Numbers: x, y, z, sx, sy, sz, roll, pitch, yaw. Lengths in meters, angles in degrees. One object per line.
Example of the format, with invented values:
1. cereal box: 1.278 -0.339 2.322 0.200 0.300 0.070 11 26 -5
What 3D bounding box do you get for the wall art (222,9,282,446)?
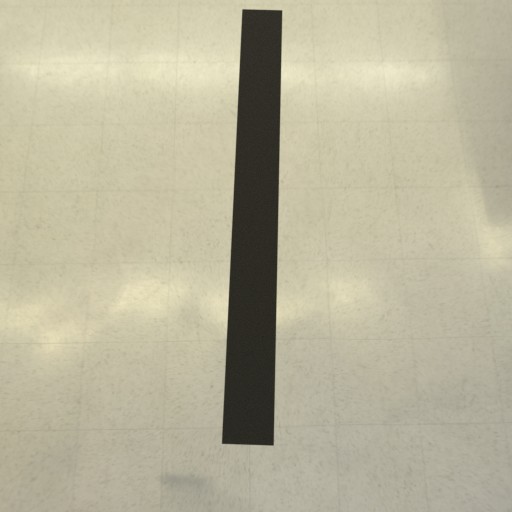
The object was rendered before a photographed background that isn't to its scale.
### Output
1. wall art: 0.000 0.000 0.446 0.030 0.305 0.308 2 75 0
